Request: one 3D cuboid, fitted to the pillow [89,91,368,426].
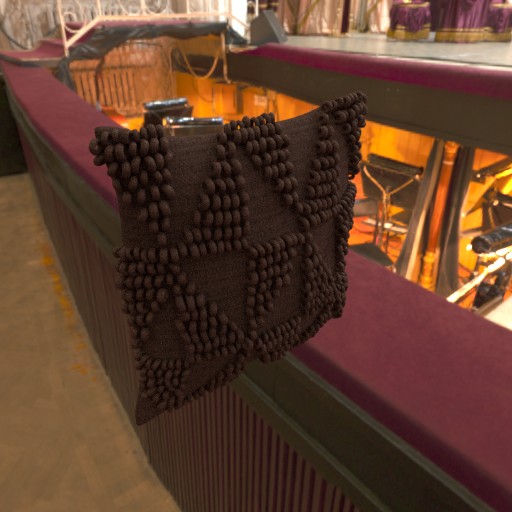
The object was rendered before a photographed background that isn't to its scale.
[{"bbox_3d":[0.000,0.000,0.715,0.470,0.467,0.172,-21,35,-33],"label":"pillow"}]
